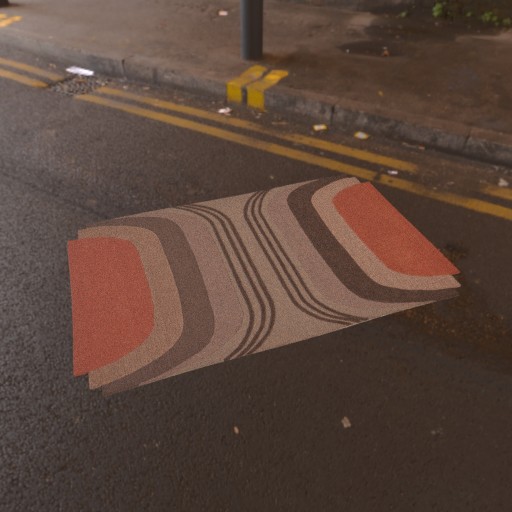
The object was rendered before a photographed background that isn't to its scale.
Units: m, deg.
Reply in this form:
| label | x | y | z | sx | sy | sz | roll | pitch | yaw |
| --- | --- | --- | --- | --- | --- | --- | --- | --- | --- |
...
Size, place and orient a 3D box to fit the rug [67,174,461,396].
| label | x | y | z | sx | sy | sz | roll | pitch | yaw |
| --- | --- | --- | --- | --- | --- | --- | --- | --- | --- |
| rug | 0.000 | 0.000 | 3.049 | 2.446 | 0.017 | 1.530 | -13 | 43 | -14 |
